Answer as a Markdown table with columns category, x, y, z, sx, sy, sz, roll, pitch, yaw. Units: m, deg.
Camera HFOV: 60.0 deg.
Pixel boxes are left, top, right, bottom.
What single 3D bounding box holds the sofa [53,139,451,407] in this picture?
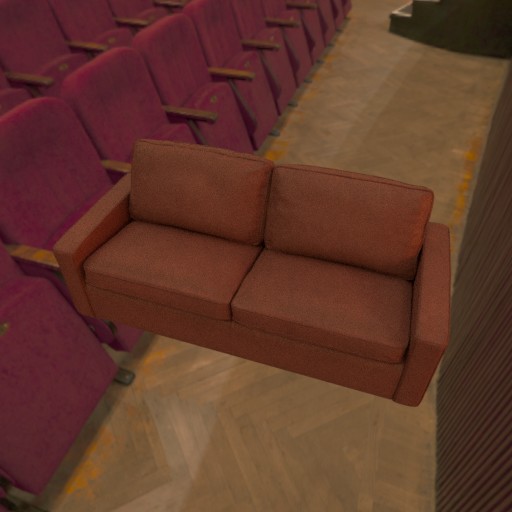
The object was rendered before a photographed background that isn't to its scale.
| category | x | y | z | sx | sy | sz | roll | pitch | yaw |
| --- | --- | --- | --- | --- | --- | --- | --- | --- | --- |
| sofa | 0.000 | 0.000 | 2.558 | 2.080 | 0.919 | 0.940 | 12 | 44 | 13 |
